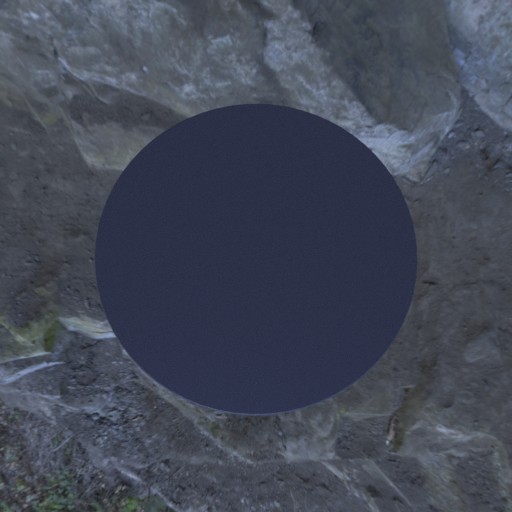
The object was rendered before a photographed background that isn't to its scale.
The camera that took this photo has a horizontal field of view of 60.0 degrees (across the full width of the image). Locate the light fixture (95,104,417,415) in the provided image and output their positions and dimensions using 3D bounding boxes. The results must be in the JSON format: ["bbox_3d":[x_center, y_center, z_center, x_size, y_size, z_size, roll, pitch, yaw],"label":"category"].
[{"bbox_3d":[0.000,0.000,0.553,0.368,0.100,0.368,0,75,0],"label":"light fixture"}]
